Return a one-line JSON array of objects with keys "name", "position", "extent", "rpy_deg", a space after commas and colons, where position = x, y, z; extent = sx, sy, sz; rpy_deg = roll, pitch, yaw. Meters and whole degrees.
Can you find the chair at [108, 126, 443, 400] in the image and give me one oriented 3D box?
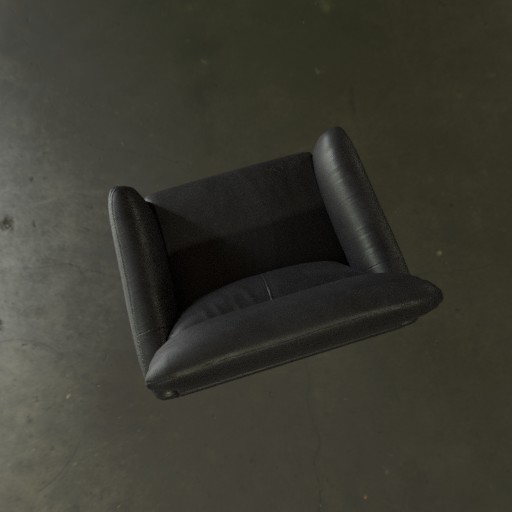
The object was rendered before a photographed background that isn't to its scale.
[{"name": "chair", "position": [0.000, 0.000, 1.649], "extent": [0.976, 0.949, 0.809], "rpy_deg": [-16, 76, -4]}]
